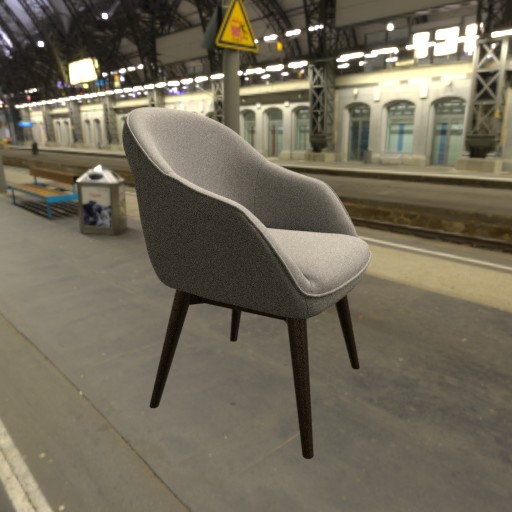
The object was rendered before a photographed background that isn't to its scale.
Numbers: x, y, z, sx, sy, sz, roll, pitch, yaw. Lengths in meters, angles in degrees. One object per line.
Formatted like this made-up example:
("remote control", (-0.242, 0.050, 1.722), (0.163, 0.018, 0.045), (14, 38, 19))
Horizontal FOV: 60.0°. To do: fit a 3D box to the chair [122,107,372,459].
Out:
("chair", (0.000, 0.000, 1.253), (0.611, 0.810, 0.589), (7, 17, 25))
